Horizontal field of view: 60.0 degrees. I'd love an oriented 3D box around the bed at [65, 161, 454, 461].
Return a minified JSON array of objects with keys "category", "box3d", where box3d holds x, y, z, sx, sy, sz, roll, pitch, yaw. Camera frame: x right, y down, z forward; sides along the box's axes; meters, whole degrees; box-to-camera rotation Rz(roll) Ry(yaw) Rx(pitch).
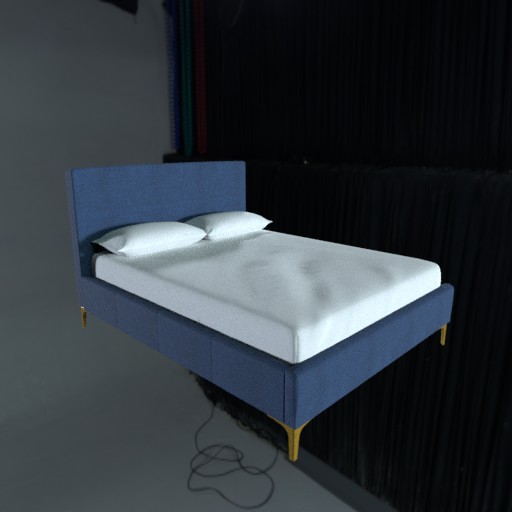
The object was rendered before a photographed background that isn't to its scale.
[{"category":"bed","box3d":[0.000,0.000,3.161,2.172,1.231,1.723,14,20,43]}]
